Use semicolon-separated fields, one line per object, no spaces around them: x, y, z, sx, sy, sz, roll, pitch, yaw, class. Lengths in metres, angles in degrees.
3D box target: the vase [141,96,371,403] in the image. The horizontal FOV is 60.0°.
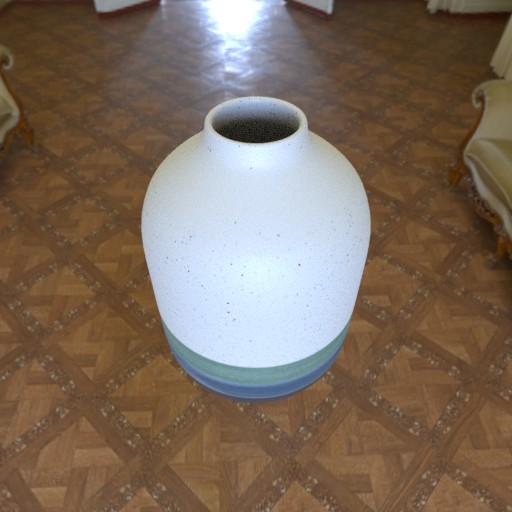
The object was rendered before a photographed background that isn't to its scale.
0.000;0.000;0.359;0.169;0.240;0.169;0;45;0;vase
